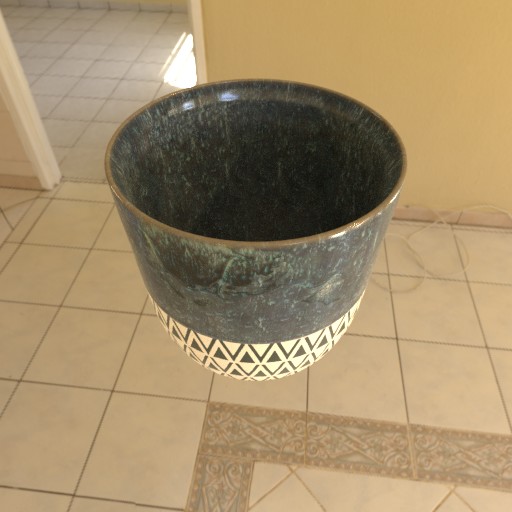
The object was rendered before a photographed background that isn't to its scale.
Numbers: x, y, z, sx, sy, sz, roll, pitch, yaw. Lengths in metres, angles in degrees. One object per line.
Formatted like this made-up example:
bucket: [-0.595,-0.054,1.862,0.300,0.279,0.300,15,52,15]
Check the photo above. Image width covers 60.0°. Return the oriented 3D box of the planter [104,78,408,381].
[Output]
planter: [0.000,0.000,0.368,0.195,0.214,0.195,0,46,0]
